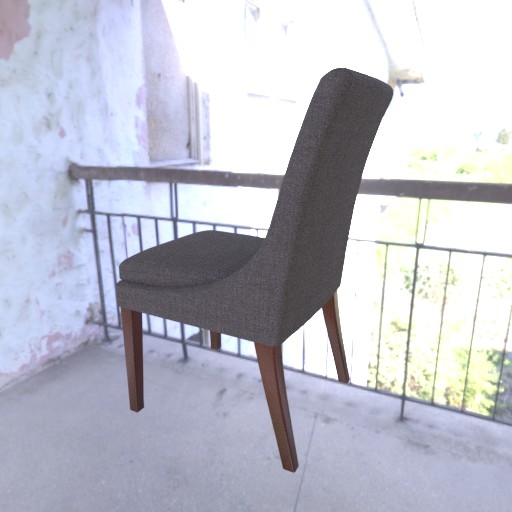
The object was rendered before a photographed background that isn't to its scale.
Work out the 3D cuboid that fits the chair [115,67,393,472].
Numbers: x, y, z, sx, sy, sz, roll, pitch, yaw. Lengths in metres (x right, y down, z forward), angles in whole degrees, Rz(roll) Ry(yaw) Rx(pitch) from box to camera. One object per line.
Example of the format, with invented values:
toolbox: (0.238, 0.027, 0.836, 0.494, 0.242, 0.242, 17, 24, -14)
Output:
chair: (0.000, 0.000, 1.302, 0.655, 0.952, 0.508, 8, 18, 27)
